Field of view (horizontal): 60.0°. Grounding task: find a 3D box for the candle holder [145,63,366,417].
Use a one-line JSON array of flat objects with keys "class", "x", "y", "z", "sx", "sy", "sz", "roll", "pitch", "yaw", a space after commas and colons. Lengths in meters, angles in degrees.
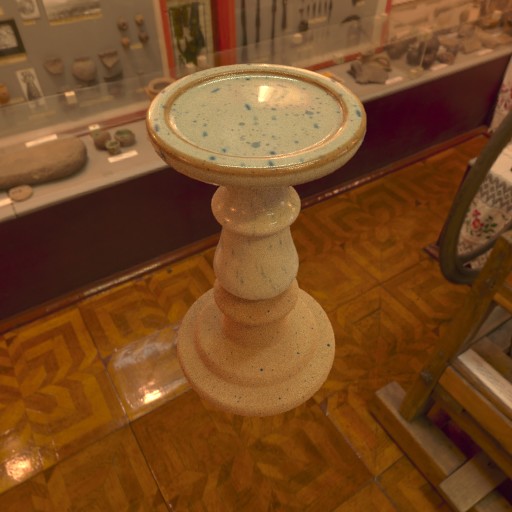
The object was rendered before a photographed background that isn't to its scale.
[{"class": "candle holder", "x": 0.000, "y": 0.000, "z": 0.281, "sx": 0.123, "sy": 0.202, "sz": 0.123, "roll": 0, "pitch": 46, "yaw": 0}]
